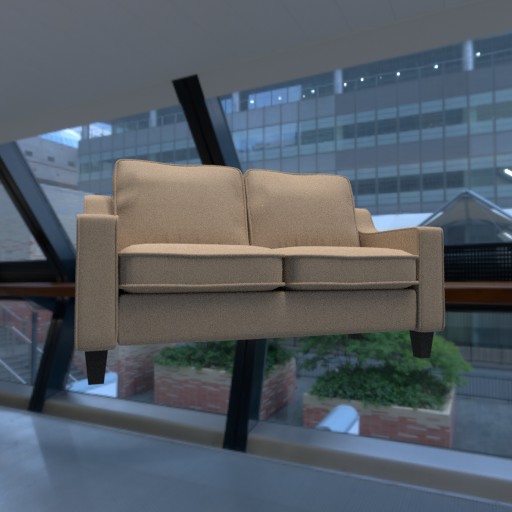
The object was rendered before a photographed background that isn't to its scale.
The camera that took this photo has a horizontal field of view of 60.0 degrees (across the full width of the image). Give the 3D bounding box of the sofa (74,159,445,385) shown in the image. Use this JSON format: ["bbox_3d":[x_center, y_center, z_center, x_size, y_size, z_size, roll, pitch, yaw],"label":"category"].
[{"bbox_3d":[0.000,0.000,3.511,2.587,1.562,1.351,1,-2,-19],"label":"sofa"}]
